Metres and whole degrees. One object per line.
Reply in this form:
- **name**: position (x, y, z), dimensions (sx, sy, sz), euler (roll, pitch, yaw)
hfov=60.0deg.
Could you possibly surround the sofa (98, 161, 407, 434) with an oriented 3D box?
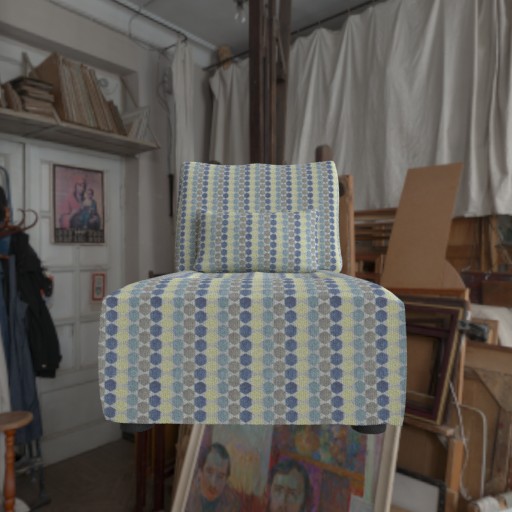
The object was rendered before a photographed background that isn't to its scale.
- **sofa**: position (0.000, 0.000, 1.500), dimensions (0.700, 0.820, 1.000), euler (0, 0, 1)
